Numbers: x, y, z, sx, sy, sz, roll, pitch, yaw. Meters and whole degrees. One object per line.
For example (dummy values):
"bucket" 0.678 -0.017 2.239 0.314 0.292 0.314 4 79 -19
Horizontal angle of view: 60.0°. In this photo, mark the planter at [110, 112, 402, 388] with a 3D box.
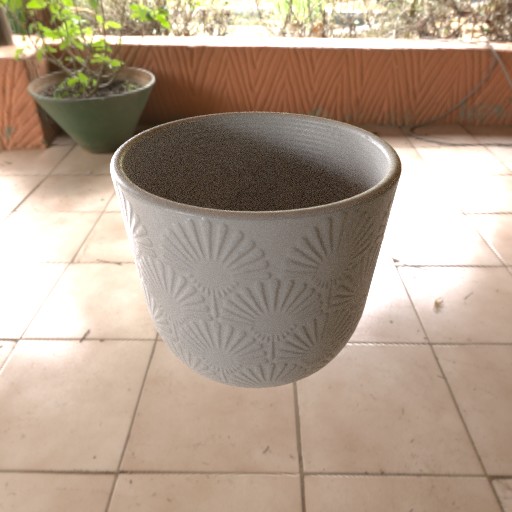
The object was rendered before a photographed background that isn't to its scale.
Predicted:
"planter" 0.000 0.000 0.307 0.170 0.152 0.170 0 33 0
